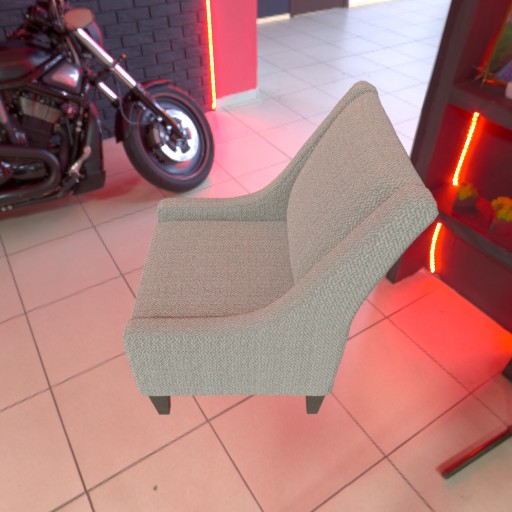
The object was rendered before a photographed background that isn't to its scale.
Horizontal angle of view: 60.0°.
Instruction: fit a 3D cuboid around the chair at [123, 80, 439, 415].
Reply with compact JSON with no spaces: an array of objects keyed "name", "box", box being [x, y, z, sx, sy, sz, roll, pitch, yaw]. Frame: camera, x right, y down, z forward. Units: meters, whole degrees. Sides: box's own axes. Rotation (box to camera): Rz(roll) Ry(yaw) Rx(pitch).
[{"name":"chair","box":[0.000,0.000,1.631,0.870,1.014,0.774,0,42,0]}]
